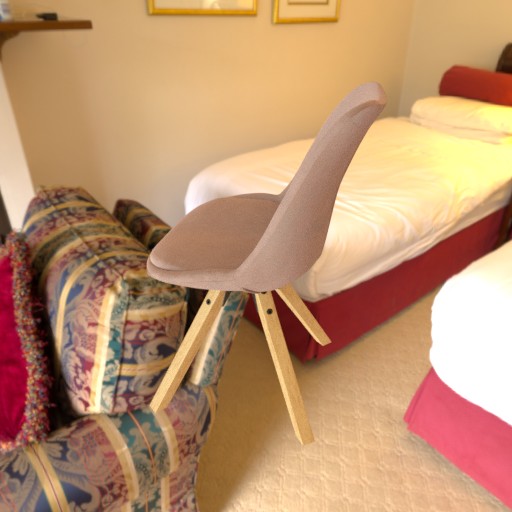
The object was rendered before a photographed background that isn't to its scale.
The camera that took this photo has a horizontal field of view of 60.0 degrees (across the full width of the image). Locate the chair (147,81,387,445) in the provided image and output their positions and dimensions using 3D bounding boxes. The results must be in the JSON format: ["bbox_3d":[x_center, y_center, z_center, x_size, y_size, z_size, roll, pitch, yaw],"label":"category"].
[{"bbox_3d":[0.000,0.000,1.163,0.550,0.850,0.485,7,31,13],"label":"chair"}]
